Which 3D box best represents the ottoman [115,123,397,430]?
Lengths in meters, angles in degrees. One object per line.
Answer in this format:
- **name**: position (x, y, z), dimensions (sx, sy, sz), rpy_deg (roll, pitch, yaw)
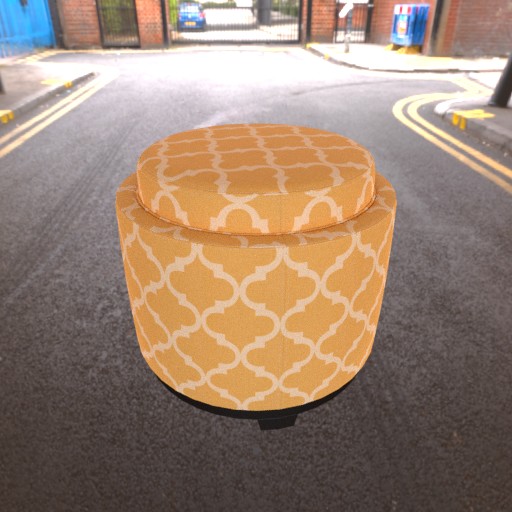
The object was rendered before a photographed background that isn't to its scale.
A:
- **ottoman**: position (0.000, 0.000, 0.840), dimensions (0.480, 0.429, 0.480), rpy_deg (0, 29, 0)
